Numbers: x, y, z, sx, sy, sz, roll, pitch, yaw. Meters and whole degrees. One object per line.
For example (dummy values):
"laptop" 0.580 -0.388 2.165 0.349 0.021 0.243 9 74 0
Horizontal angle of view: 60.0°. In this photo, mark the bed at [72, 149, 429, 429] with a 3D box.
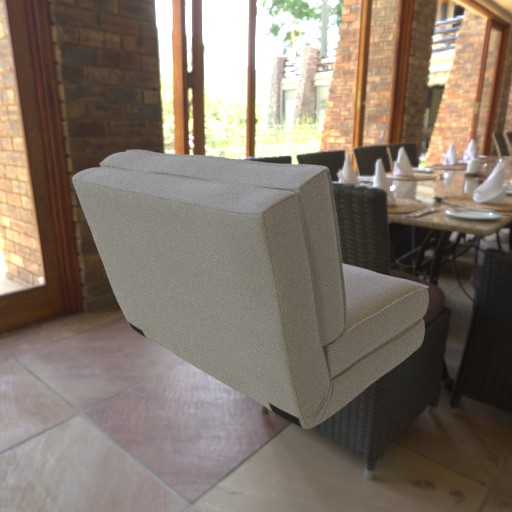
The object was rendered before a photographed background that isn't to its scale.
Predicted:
"bed" 0.000 0.000 1.335 0.799 0.614 0.749 16 23 42
